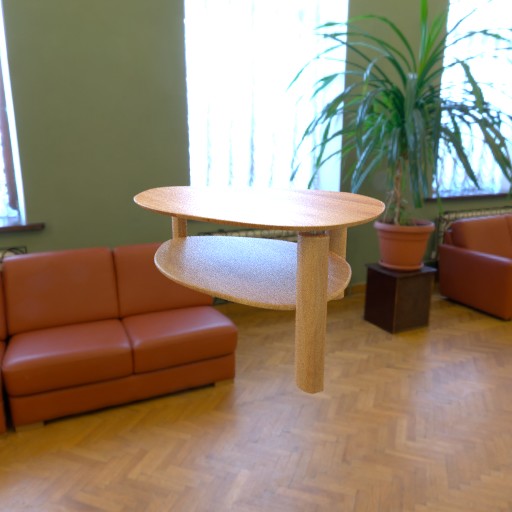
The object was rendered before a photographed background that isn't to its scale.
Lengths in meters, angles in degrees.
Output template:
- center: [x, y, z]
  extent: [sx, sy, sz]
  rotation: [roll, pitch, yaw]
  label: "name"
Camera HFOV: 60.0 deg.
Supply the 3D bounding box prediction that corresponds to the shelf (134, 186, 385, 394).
- center: [0.000, 0.000, 1.670]
  extent: [0.845, 0.440, 1.246]
  rotation: [-7, 15, -26]
  label: "shelf"
